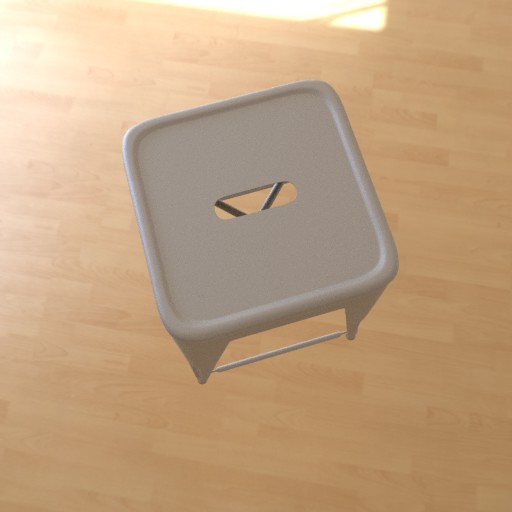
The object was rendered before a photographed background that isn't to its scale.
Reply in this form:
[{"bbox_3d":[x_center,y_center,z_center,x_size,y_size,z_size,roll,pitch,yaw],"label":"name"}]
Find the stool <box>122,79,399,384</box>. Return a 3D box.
[{"bbox_3d":[0.000,0.000,0.861,0.410,0.608,0.410,-16,76,-4],"label":"stool"}]
